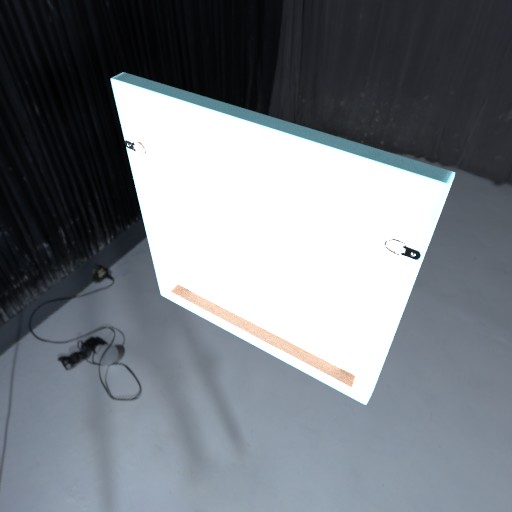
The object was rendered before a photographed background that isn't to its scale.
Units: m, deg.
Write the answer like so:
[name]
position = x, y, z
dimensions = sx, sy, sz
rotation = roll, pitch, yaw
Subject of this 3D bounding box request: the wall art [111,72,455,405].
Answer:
[wall art]
position = 0.000, 0.000, 1.604
dimensions = 1.071, 1.073, 0.070
rotation = 24, 50, 22
